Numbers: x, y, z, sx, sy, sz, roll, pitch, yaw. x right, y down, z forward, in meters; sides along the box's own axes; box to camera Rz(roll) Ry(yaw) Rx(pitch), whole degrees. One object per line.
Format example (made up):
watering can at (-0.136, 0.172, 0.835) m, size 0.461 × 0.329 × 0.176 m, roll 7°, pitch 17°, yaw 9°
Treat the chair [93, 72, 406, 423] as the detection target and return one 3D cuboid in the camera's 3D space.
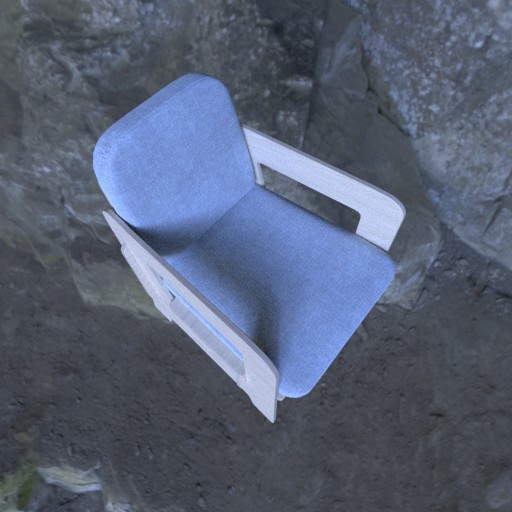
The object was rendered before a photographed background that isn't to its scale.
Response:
chair at (0.000, 0.000, 1.319) m, size 0.710 × 0.800 × 0.590 m, roll 35°, pitch 64°, yaw 19°
